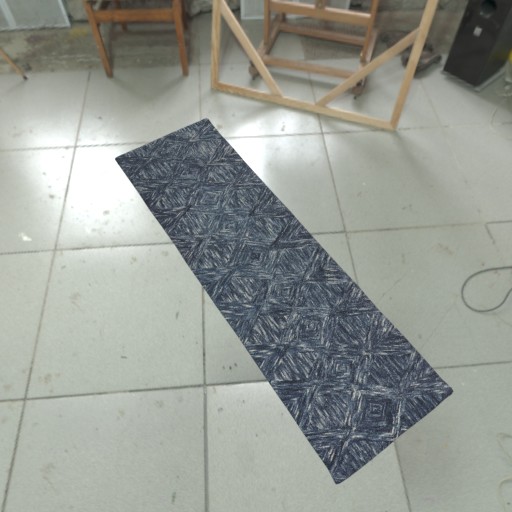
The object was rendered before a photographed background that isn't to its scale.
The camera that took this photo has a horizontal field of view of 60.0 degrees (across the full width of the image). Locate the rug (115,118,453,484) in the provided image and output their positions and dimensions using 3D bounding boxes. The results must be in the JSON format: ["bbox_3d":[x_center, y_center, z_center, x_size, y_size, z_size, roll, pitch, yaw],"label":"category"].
[{"bbox_3d":[0.000,0.000,2.495,0.719,0.013,2.306,-30,62,-17],"label":"rug"}]
